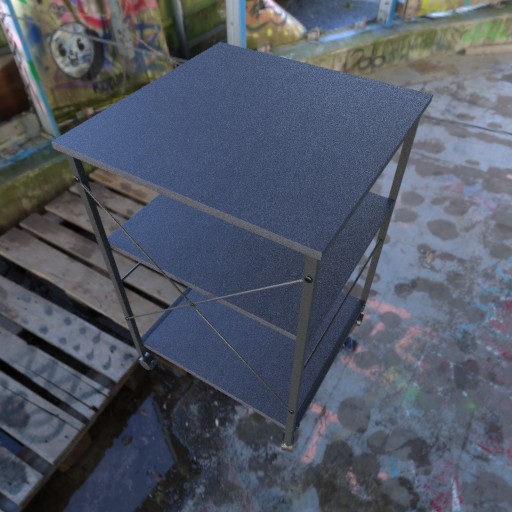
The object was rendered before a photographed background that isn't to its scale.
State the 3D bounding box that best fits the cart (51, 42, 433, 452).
[{"bbox_3d":[0.000,0.000,1.109,0.521,0.762,0.520,24,51,21],"label":"cart"}]
